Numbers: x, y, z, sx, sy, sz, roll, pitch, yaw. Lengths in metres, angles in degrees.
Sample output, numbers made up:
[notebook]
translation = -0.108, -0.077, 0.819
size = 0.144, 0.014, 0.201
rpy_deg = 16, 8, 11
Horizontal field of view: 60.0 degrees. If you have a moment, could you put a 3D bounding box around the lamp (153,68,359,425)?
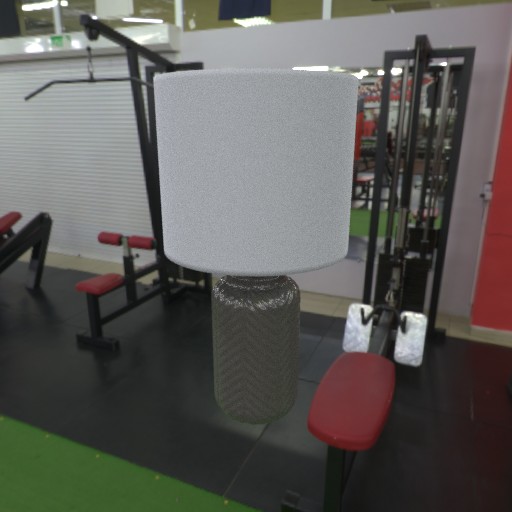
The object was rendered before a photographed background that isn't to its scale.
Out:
[lamp]
translation = 0.000, 0.000, 0.503
size = 0.203, 0.389, 0.203
rpy_deg = 8, 19, 25
